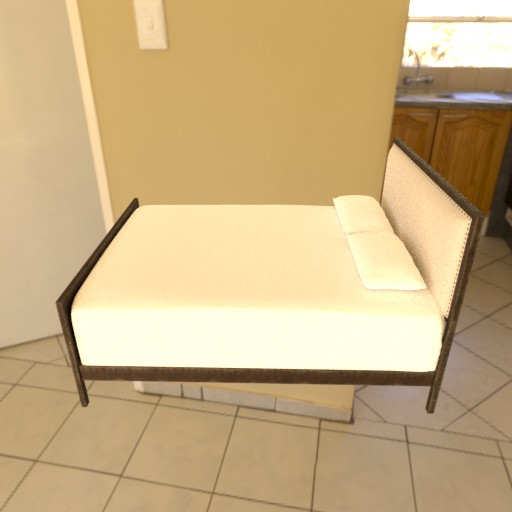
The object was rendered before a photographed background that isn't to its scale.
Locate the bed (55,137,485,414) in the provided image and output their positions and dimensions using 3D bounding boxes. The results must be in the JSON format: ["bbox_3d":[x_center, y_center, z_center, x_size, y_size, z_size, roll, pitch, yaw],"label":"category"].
[{"bbox_3d":[0.000,0.000,3.146,2.221,1.313,1.607,1,28,1],"label":"bed"}]
